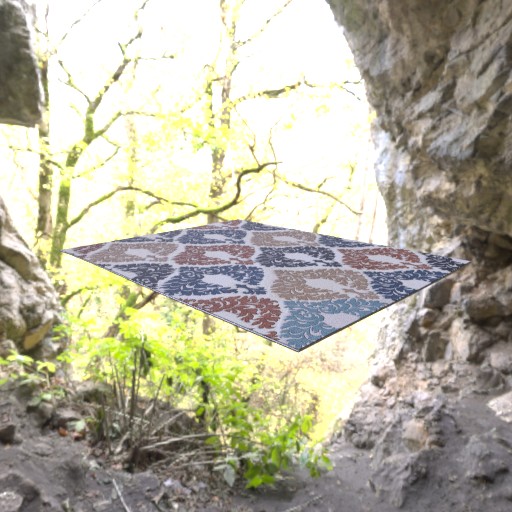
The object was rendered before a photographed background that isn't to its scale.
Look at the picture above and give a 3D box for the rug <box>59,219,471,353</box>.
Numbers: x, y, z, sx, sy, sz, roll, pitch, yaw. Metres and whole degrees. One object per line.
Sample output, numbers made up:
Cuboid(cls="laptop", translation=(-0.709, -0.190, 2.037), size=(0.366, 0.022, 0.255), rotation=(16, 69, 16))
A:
Cuboid(cls="rug", translation=(0.000, 0.000, 4.141), size=(3.040, 0.014, 2.423), rotation=(14, 21, 43))
